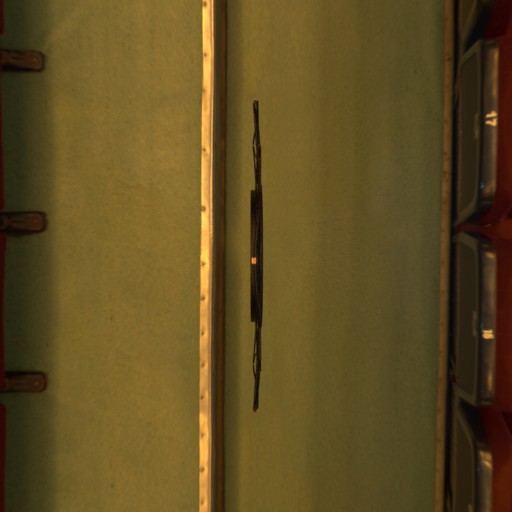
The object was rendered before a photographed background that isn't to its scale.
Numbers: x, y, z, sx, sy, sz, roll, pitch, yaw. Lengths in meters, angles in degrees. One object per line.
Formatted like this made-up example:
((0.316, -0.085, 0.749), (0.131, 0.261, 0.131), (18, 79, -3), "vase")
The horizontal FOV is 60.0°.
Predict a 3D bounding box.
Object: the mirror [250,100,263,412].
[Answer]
((0.000, 0.000, 1.155), (0.028, 0.775, 0.797), (0, 91, -1), "mirror")
